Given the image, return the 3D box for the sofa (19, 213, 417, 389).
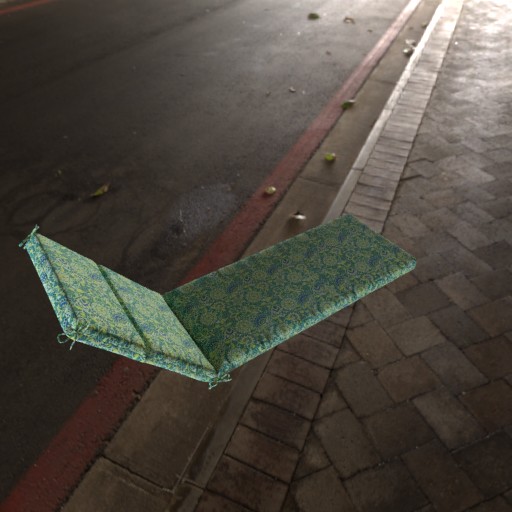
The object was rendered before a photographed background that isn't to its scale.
[{"bbox_3d":[0.000,0.000,1.913,1.663,0.622,0.582,-24,46,-25],"label":"sofa"}]
